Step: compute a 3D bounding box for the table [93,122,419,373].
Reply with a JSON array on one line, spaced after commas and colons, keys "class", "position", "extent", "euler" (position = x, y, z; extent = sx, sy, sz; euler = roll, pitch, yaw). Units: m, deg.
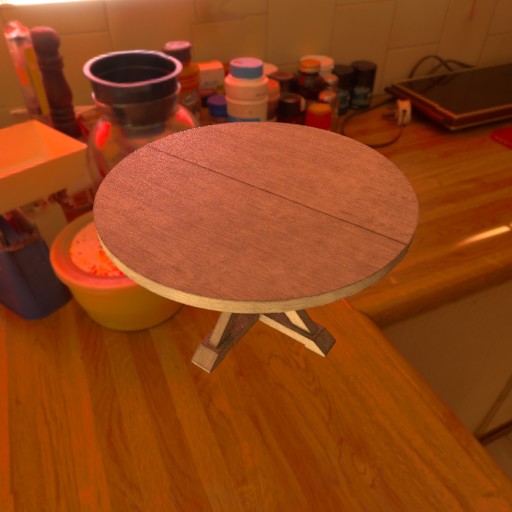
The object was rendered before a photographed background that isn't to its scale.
[{"class": "table", "position": [0.000, 0.000, 2.172], "extent": [1.363, 0.781, 1.363], "euler": [0, 40, 0]}]
